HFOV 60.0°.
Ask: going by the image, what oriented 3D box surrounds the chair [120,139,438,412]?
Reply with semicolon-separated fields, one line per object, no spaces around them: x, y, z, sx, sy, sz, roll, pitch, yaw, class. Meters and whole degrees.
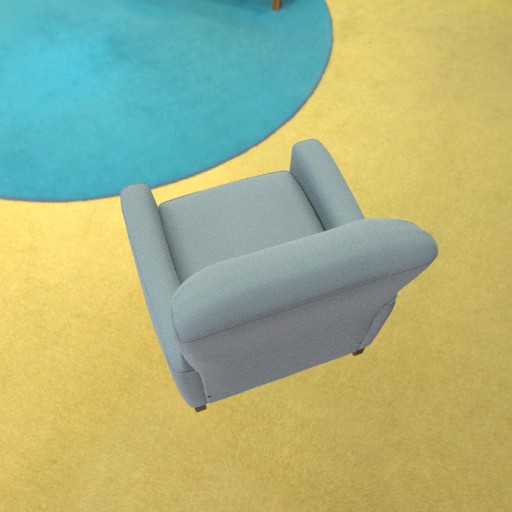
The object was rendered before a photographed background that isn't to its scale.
0.000;0.000;1.630;0.853;1.007;0.846;-17;59;-10;chair
